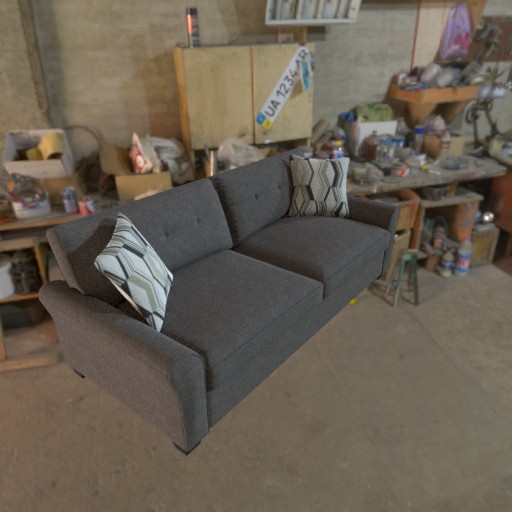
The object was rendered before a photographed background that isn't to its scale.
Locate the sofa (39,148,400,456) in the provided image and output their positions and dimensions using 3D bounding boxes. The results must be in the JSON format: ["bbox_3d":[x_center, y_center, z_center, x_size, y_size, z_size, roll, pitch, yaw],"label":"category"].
[{"bbox_3d":[0.000,0.000,2.478,0.889,0.813,2.032,19,32,34],"label":"sofa"}]
